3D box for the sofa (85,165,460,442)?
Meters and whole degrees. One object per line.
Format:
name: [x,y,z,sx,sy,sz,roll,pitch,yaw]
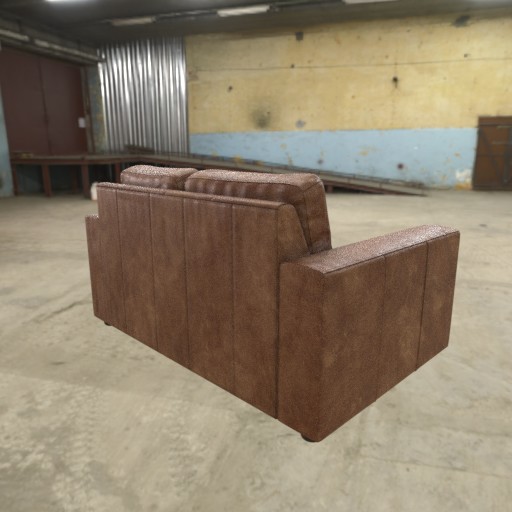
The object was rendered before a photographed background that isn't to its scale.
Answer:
sofa: [0.000,0.000,2.249,1.626,0.889,1.041,13,19,43]
